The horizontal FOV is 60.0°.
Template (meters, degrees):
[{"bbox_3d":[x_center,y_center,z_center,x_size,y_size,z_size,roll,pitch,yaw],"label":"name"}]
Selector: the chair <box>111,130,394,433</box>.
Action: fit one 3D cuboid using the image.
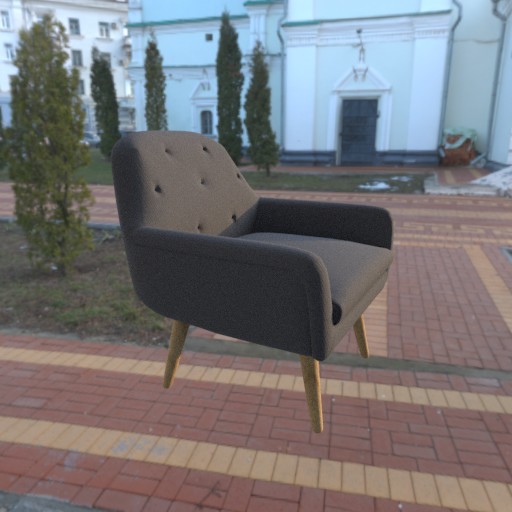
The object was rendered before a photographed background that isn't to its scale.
[{"bbox_3d":[0.000,0.000,1.463,0.779,0.800,0.770,8,17,28],"label":"chair"}]
